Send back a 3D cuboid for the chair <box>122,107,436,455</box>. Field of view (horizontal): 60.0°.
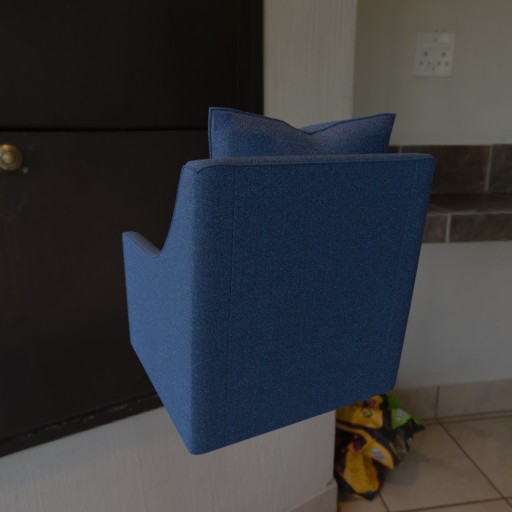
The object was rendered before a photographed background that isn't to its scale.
[{"bbox_3d":[0.000,0.000,1.551,0.750,0.939,0.870,-8,17,-26],"label":"chair"}]
